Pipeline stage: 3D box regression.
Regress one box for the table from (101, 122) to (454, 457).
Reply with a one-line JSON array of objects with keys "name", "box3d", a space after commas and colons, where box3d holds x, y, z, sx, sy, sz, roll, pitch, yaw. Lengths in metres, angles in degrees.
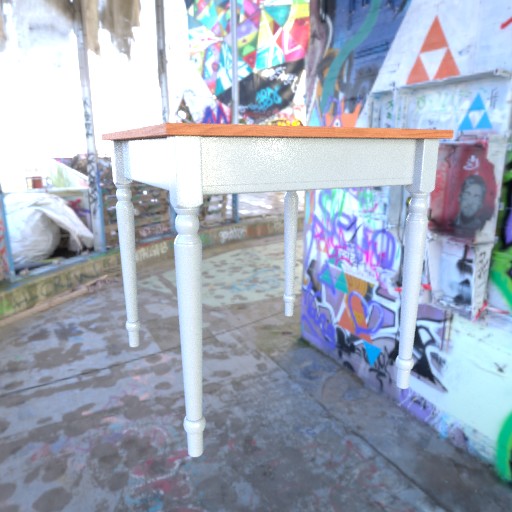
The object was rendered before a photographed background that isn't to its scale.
[{"name": "table", "box3d": [0.000, 0.000, 1.370, 0.747, 0.738, 0.747, -7, 15, -26]}]
